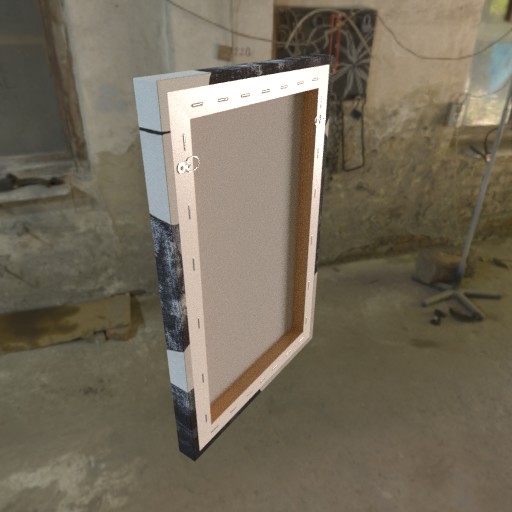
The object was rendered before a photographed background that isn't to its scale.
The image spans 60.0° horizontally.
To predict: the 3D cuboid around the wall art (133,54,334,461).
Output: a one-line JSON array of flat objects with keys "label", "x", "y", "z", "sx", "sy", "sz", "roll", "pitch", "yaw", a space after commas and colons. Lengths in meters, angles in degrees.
[{"label": "wall art", "x": 0.000, "y": 0.000, "z": 0.764, "sx": 0.039, "sy": 0.610, "sz": 0.407, "roll": 19, "pitch": 34, "yaw": 31}]
